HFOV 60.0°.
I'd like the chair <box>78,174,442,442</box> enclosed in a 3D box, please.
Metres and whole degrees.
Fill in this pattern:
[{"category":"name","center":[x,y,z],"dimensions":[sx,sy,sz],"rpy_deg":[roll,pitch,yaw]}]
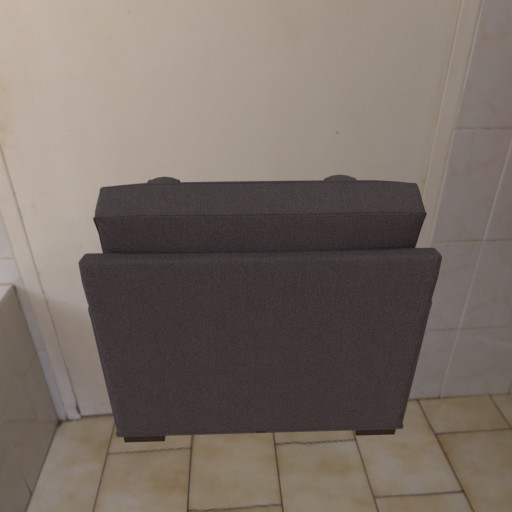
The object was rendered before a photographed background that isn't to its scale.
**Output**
[{"category":"chair","center":[0.000,0.000,1.777],"dimensions":[0.997,0.913,1.043],"rpy_deg":[-1,30,-2]}]
